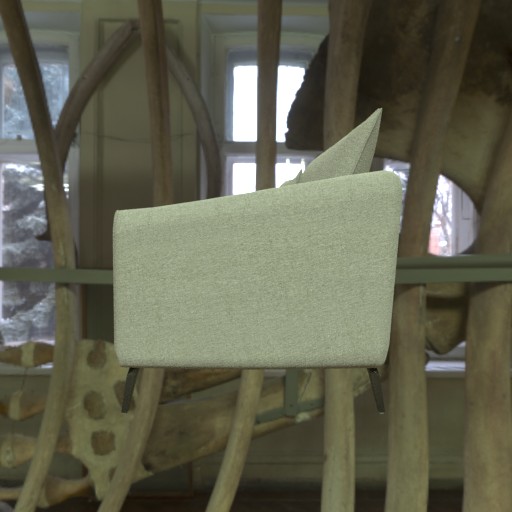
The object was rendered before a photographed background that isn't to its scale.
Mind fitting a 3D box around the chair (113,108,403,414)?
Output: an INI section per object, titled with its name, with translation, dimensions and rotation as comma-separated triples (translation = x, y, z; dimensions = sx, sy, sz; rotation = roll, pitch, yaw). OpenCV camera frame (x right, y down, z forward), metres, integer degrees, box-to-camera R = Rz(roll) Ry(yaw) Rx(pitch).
[chair]
translation = 0.000, 0.000, 1.654
dimensions = 0.801, 0.856, 1.029
rotation = 0, 0, 0
